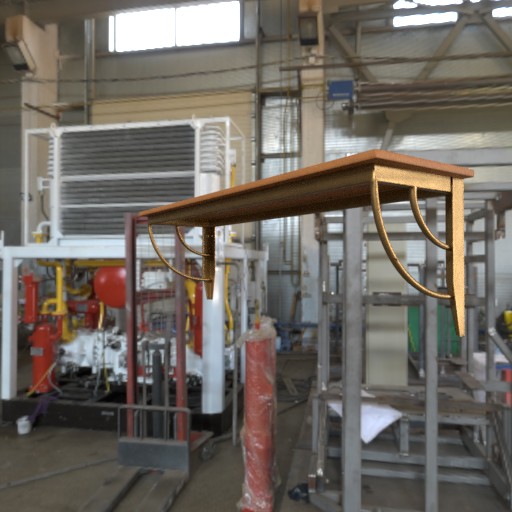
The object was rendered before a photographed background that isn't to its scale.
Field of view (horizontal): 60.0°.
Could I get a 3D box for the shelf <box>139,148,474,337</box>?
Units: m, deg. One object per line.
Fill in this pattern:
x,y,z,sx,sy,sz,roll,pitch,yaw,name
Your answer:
0.000,0.000,0.717,0.166,0.190,0.636,1,-1,-34,shelf
